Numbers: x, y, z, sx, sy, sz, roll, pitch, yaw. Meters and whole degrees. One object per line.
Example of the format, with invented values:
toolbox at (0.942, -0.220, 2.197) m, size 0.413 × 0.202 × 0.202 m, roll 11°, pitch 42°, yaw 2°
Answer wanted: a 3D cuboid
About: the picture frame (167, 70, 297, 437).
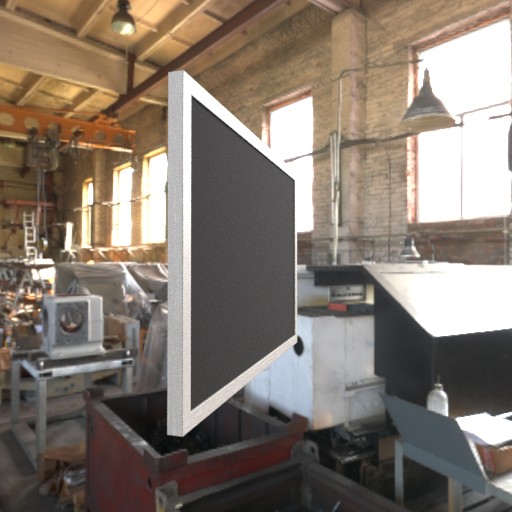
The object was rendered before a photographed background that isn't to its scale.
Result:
picture frame at (0.000, 0.000, 1.230) m, size 0.029 × 0.640 × 0.950 m, roll 0°, pitch -1°, yaw 17°
